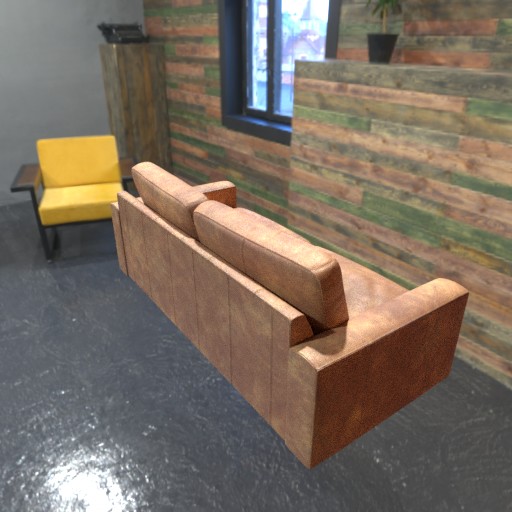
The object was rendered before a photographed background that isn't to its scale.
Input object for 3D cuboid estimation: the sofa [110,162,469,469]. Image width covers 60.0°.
[{"bbox_3d":[0.000,0.000,2.684,1.016,0.873,2.179,-18,31,-31],"label":"sofa"}]
